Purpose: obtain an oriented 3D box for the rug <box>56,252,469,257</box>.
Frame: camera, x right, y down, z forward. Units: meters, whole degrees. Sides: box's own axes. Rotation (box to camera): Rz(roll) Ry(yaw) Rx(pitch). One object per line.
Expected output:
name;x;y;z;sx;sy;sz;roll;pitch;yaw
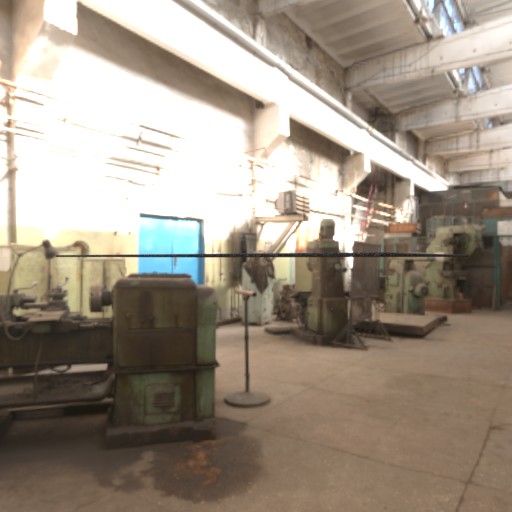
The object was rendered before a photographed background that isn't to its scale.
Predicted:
rug;0.000;0.000;2.225;1.754;0.010;1.139;0;0;36
